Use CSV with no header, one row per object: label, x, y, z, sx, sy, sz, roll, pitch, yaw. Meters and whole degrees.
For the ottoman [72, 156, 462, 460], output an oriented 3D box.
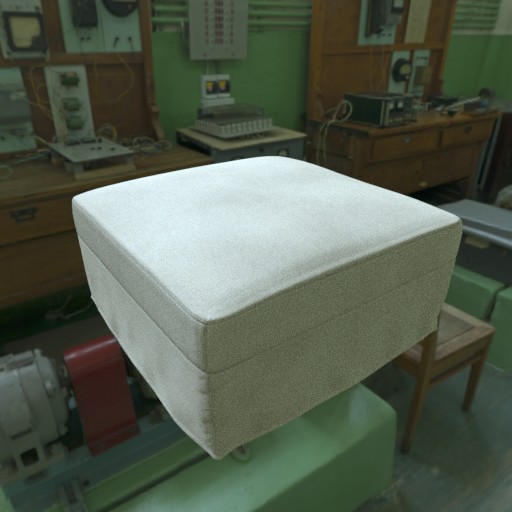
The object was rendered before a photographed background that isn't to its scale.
ottoman,0.000,0.000,1.351,0.843,0.441,0.842,-19,33,-31
